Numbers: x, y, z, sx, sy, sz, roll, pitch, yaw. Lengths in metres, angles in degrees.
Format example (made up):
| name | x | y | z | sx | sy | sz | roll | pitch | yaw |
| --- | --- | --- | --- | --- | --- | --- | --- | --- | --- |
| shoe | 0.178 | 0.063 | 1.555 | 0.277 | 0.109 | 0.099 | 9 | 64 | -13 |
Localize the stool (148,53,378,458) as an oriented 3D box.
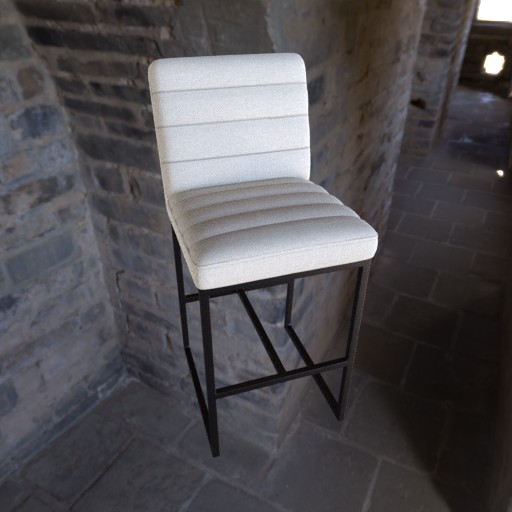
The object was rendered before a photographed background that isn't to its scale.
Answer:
| name | x | y | z | sx | sy | sz | roll | pitch | yaw |
| --- | --- | --- | --- | --- | --- | --- | --- | --- | --- |
| stool | 0.000 | 0.000 | 1.319 | 0.460 | 1.040 | 0.560 | -10 | 33 | -15 |
